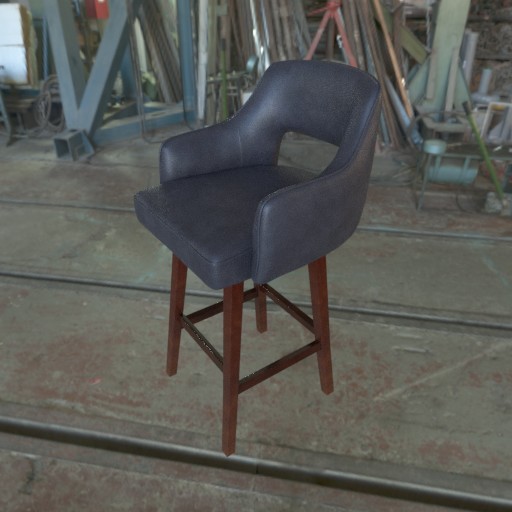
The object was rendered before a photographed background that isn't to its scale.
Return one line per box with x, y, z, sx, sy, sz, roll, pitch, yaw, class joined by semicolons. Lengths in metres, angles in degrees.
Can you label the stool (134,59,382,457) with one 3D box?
0.000;0.000;1.342;0.560;1.041;0.550;-20;37;-30;stool
